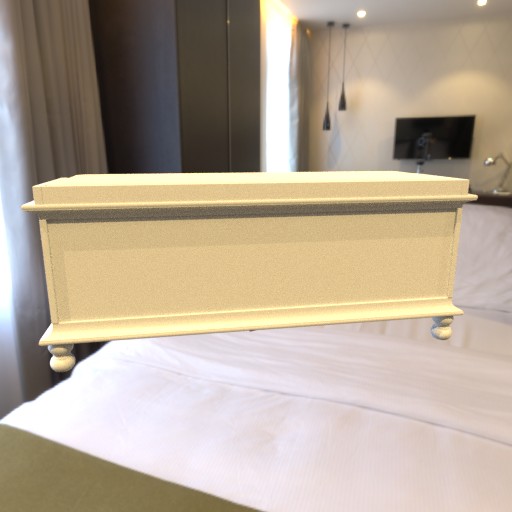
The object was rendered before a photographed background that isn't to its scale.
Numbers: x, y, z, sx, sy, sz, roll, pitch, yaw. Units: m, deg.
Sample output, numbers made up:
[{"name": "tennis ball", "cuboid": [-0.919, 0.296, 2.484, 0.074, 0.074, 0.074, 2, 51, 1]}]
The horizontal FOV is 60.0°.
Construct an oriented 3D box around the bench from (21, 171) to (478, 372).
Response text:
[{"name": "bench", "cuboid": [0.000, 0.000, 1.372, 1.185, 0.486, 0.402, -3, 14, -10]}]
